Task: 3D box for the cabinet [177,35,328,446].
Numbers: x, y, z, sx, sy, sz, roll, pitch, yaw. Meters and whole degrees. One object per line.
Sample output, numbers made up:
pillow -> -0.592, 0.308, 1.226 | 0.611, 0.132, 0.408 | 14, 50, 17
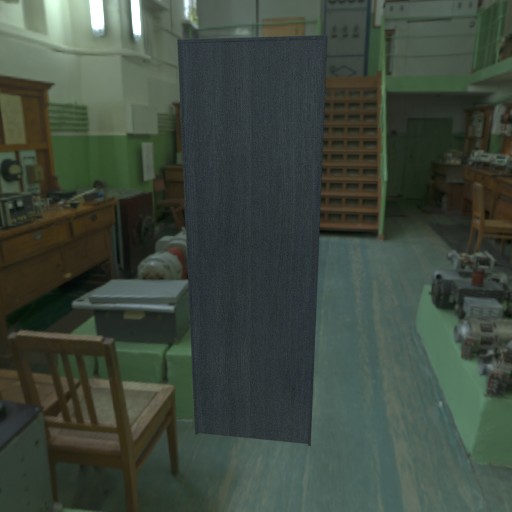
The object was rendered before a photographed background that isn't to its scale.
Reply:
cabinet -> 0.000, 0.000, 1.862 | 0.520, 1.630, 0.255 | 2, 16, 8
